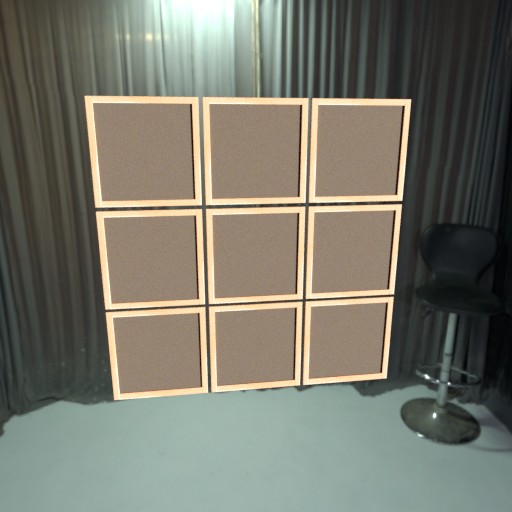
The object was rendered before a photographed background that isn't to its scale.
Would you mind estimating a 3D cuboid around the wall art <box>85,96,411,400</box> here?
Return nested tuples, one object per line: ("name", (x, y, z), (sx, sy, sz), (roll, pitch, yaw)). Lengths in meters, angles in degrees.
("wall art", (0.000, 0.000, 1.806), (1.216, 1.218, 0.013), (-2, 16, -8))
